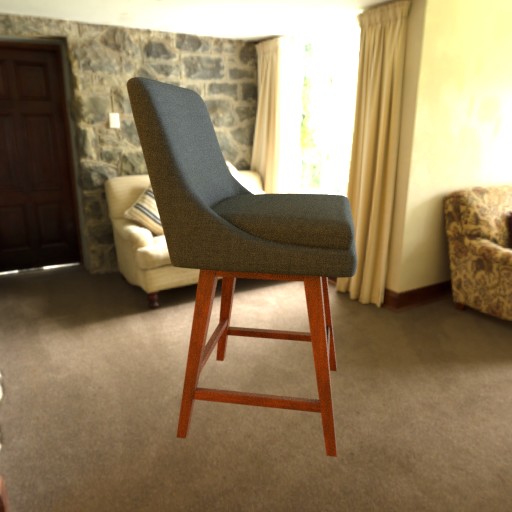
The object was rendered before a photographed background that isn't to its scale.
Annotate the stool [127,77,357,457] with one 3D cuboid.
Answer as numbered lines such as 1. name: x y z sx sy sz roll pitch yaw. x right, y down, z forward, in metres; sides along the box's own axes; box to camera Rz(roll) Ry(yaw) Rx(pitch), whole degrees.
1. stool: 0.000 0.000 1.220 0.524 0.895 0.467 3 16 10
